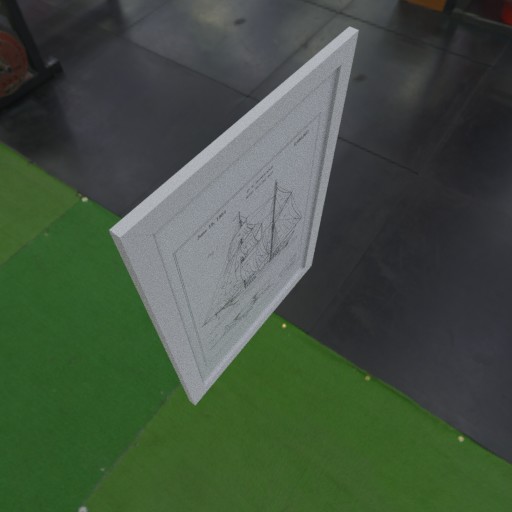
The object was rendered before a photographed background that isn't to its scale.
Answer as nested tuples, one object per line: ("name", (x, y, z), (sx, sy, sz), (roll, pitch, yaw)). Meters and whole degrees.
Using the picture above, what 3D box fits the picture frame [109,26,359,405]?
("picture frame", (0.000, 0.000, 0.575), (0.011, 0.459, 0.326), (33, 63, 19))
